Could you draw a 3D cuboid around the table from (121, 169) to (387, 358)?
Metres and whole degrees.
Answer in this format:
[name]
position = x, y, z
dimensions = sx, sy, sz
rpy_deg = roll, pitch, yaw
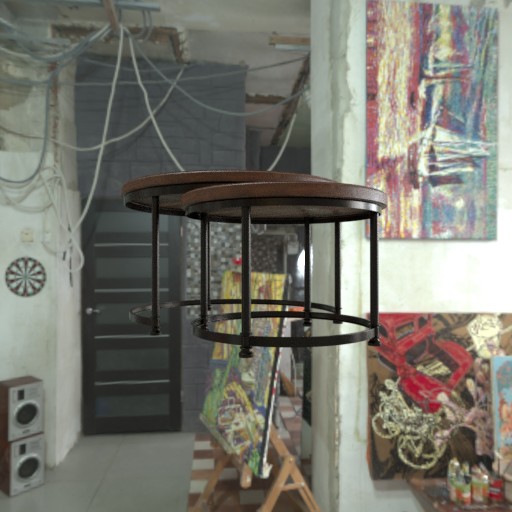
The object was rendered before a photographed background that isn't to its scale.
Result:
[table]
position = 0.000, 0.000, 1.645
dimensions = 0.870, 0.516, 1.152
rpy_deg = 0, 0, -35
